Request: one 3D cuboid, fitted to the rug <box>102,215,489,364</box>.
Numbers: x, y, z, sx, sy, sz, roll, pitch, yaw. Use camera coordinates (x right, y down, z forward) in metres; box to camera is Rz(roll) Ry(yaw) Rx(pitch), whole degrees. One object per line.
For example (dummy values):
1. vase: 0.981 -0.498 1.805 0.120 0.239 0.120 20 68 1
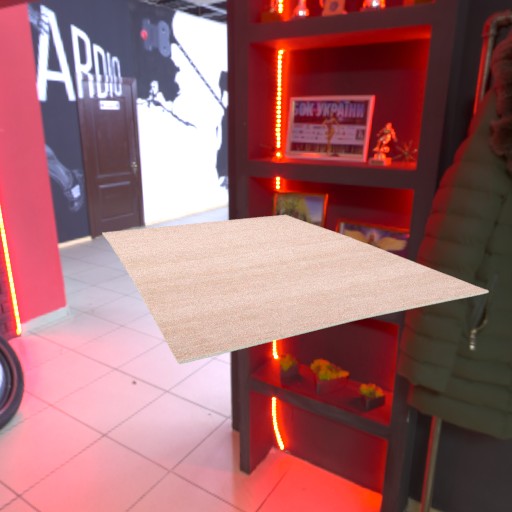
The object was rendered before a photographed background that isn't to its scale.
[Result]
1. rug: 0.000 0.000 4.246 2.434 0.045 3.202 -8 19 -24
